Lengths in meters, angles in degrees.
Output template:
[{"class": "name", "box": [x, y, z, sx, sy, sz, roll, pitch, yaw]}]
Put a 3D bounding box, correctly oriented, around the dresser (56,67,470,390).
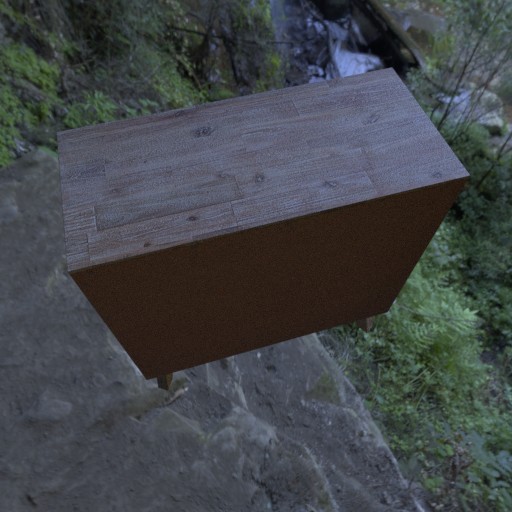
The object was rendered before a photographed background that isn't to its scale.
[{"class": "dresser", "box": [0.000, 0.000, 1.600, 0.998, 1.029, 0.455, -14, 59, -8]}]
